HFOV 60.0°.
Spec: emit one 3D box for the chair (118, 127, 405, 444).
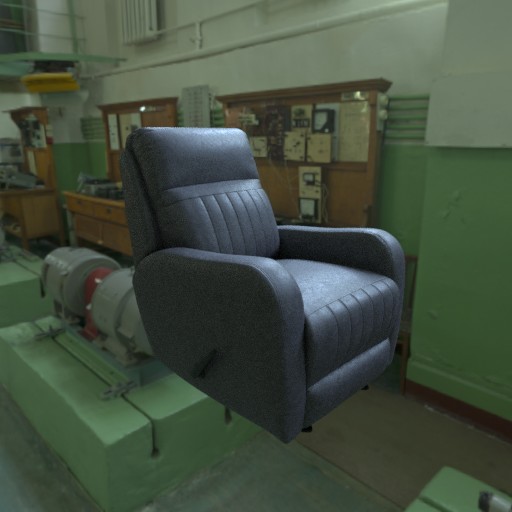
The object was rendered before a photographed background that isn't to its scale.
[{"bbox_3d":[0.000,0.000,1.884,1.067,1.067,0.865,14,20,42],"label":"chair"}]
